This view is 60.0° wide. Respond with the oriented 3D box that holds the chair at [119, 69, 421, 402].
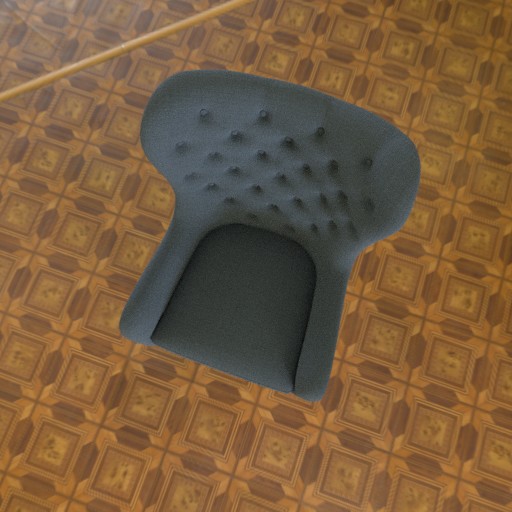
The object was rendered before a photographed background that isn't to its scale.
[{"bbox_3d":[0.000,0.000,1.734,0.831,1.079,0.930,18,77,4],"label":"chair"}]
